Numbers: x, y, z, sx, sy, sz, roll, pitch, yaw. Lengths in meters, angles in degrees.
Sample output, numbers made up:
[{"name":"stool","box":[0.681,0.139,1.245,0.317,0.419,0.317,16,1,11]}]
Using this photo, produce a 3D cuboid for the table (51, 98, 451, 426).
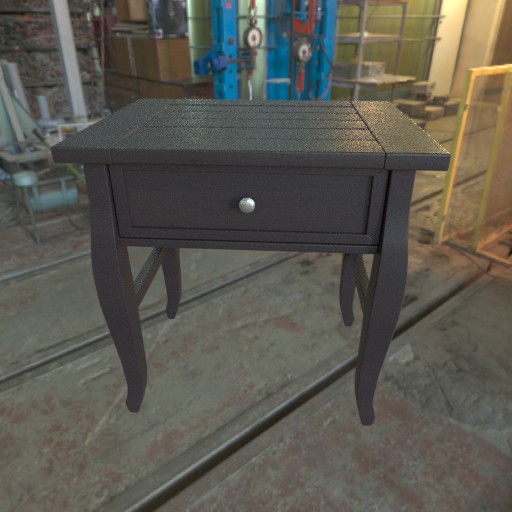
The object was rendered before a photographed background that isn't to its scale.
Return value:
[{"name":"table","box":[0.000,0.000,1.006,0.602,0.605,0.460,2,28,4]}]
